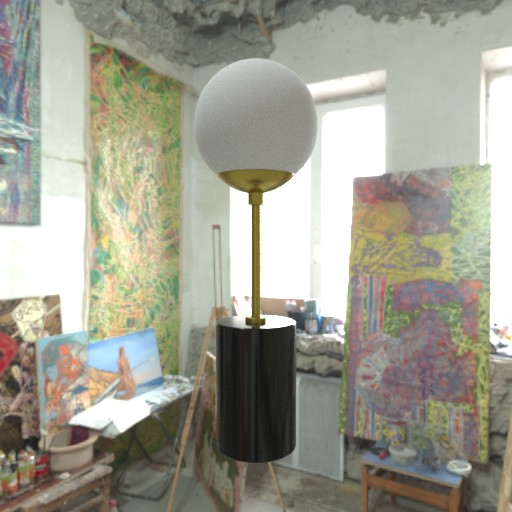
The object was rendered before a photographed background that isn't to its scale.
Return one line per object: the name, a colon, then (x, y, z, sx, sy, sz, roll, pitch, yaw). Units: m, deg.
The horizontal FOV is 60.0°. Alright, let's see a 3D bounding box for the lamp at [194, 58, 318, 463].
lamp: (0.000, 0.000, 0.559, 0.153, 0.480, 0.153, 0, 2, 0)
